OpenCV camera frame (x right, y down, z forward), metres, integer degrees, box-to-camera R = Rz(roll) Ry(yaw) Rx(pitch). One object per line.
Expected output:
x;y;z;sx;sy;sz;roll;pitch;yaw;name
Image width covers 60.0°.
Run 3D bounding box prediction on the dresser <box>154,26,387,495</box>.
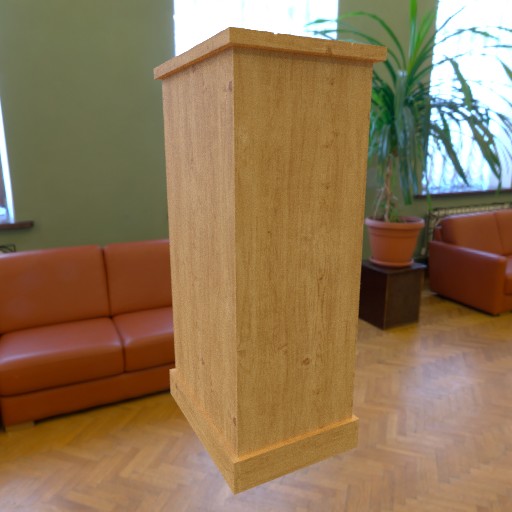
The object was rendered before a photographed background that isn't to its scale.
0.000;0.000;1.264;0.390;1.041;0.531;-7;16;-27;dresser
